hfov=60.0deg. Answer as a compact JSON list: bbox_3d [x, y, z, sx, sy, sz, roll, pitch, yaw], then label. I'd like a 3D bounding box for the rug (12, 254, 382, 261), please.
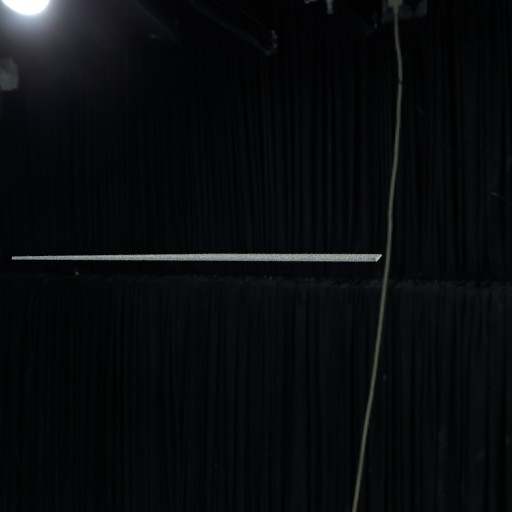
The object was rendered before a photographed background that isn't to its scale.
[{"bbox_3d":[0.000,0.000,2.119,1.143,0.008,1.753,0,1,16],"label":"rug"}]
